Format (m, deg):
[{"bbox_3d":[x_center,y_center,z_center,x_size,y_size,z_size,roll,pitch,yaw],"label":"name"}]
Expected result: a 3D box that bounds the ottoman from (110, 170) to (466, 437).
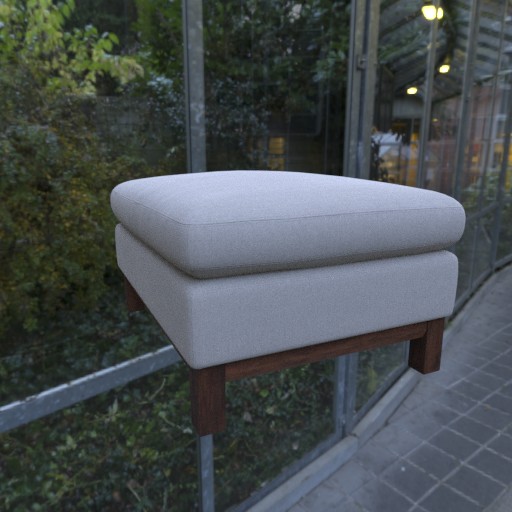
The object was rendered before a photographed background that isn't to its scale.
[{"bbox_3d":[0.000,0.000,1.117,0.606,0.420,0.771,-6,14,-25],"label":"ottoman"}]
